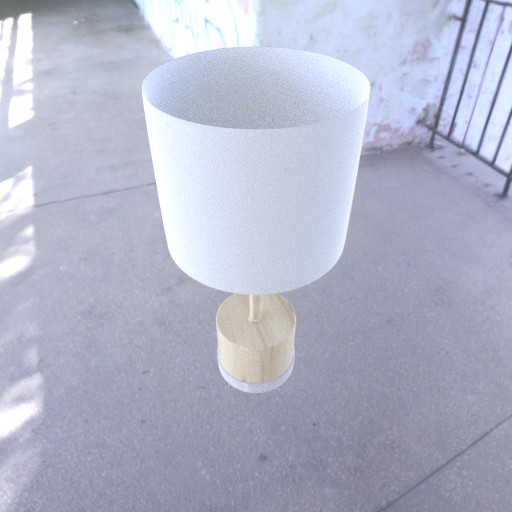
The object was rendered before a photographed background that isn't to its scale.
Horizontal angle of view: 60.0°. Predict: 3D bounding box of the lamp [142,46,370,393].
[{"bbox_3d":[0.000,0.000,0.601,0.229,0.470,0.229,-13,43,-14],"label":"lamp"}]
